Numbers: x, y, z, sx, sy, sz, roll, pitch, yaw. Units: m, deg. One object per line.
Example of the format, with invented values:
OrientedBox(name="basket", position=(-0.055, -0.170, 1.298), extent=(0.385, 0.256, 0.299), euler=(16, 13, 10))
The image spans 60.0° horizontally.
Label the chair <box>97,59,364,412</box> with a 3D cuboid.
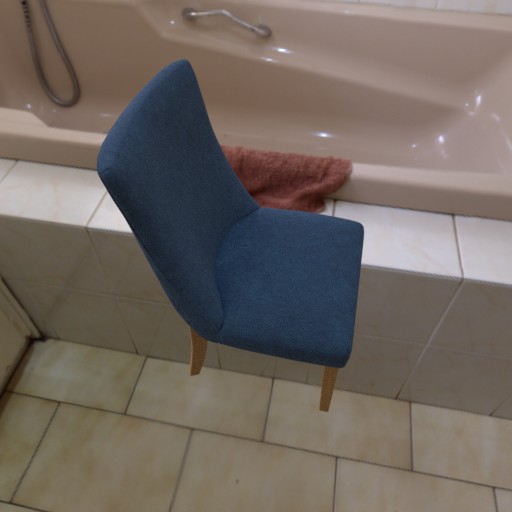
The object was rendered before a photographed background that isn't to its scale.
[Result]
OrientedBox(name="chair", position=(0.000, 0.000, 1.282), extent=(0.609, 0.902, 0.495), euler=(10, 50, 9))
